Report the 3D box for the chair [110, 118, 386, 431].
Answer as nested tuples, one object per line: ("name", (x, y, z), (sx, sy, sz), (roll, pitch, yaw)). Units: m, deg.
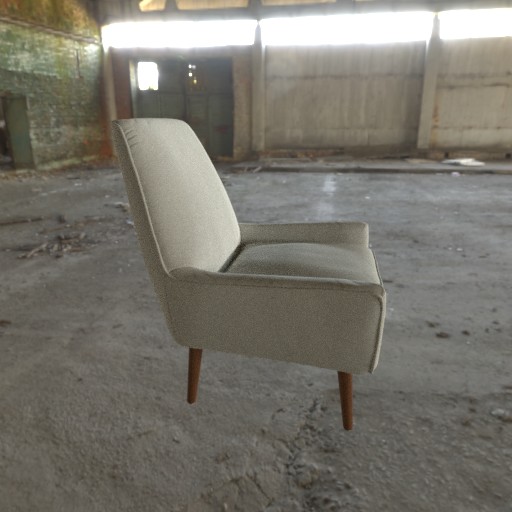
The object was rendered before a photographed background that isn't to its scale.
("chair", (0.000, 0.000, 1.495), (0.822, 0.888, 0.787), (3, 17, 10))
